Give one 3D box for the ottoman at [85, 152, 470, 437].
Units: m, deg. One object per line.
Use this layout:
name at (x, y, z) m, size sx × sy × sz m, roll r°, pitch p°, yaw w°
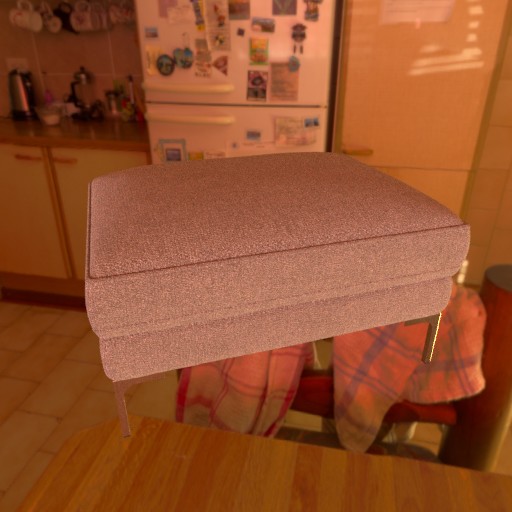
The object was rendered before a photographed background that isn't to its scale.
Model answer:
ottoman at (0.000, 0.000, 1.138) m, size 0.785 × 0.464 × 0.583 m, roll -8°, pitch 28°, yaw -16°
